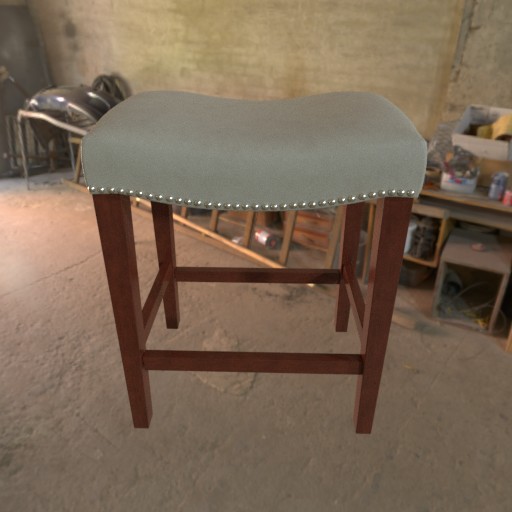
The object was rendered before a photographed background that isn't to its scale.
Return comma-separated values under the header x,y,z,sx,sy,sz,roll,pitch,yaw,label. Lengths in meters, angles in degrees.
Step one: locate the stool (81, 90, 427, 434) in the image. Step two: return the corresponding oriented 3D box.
x,y,z,sx,sy,sz,roll,pitch,yaw,label
0.000,0.000,0.926,0.509,0.632,0.375,1,29,1,stool
